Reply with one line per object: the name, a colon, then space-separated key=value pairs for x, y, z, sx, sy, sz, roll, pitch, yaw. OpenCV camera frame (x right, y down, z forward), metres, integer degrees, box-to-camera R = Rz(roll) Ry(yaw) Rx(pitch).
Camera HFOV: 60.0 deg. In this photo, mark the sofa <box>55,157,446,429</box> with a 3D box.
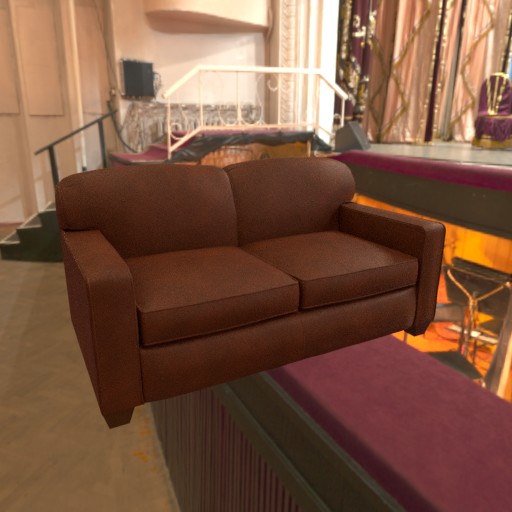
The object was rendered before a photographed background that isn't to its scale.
sofa: x=0.000 y=0.000 z=2.388 sx=1.856 sy=0.966 sz=1.000 roll=-9 pitch=19 yaw=-27
